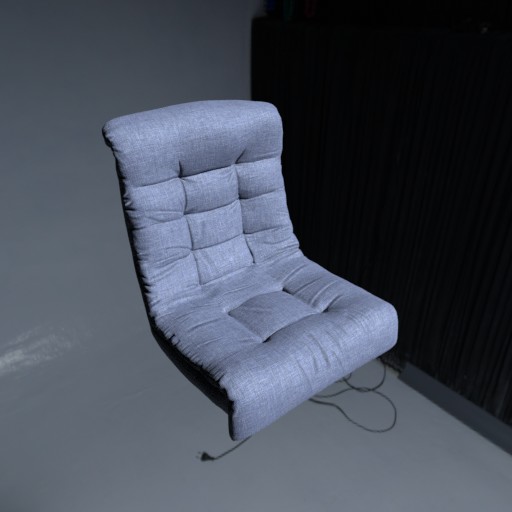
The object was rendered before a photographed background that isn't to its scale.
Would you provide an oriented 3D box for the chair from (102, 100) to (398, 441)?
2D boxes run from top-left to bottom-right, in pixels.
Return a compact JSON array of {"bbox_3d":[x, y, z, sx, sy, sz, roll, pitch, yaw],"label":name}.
[{"bbox_3d":[0.000,0.000,1.256,0.597,0.749,0.668,-21,36,-32],"label":"chair"}]
